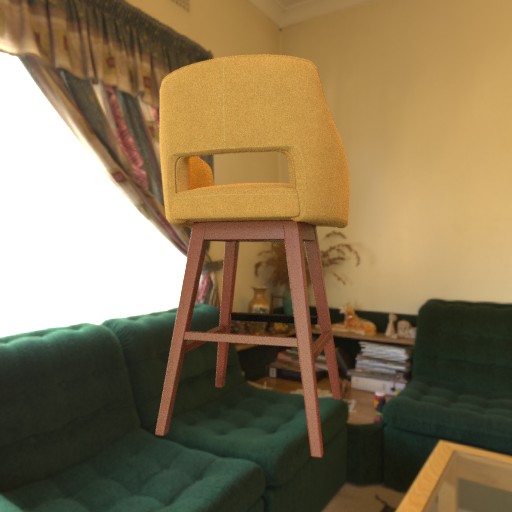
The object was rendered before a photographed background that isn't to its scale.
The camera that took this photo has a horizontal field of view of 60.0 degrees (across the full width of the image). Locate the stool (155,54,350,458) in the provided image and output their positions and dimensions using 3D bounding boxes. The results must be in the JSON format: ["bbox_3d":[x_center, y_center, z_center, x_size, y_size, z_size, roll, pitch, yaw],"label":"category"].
[{"bbox_3d":[0.000,0.000,1.376,0.548,1.012,0.558,0,1,17],"label":"stool"}]
